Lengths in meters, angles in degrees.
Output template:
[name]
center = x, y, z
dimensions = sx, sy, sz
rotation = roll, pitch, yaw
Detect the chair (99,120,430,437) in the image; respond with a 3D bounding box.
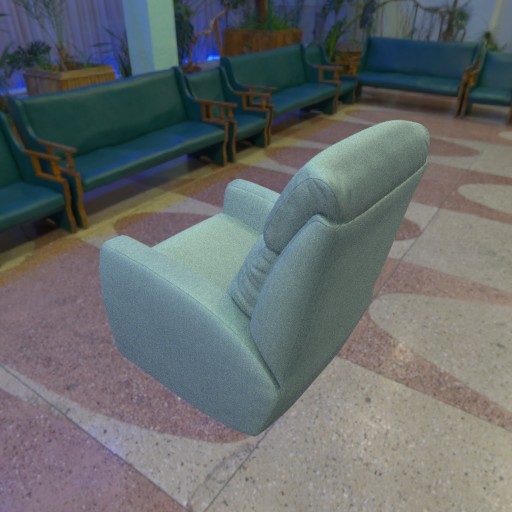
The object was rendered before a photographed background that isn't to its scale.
[chair]
center = 0.000, 0.000, 1.616
dimensions = 0.940, 1.013, 0.812
rotation = 22, 38, 31
